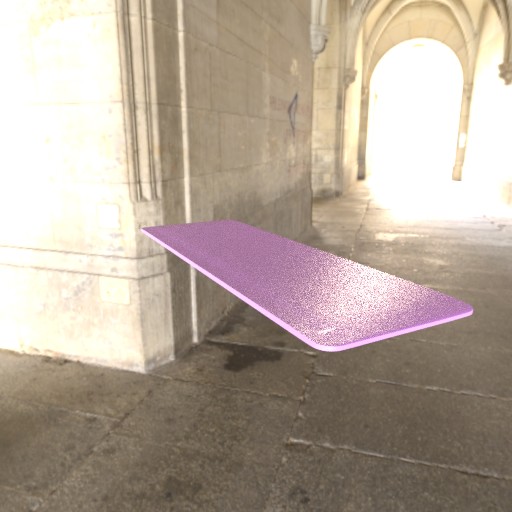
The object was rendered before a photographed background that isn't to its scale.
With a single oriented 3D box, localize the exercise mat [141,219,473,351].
[{"bbox_3d":[0.000,0.000,2.063,0.616,0.021,1.869,-8,17,-28],"label":"exercise mat"}]
